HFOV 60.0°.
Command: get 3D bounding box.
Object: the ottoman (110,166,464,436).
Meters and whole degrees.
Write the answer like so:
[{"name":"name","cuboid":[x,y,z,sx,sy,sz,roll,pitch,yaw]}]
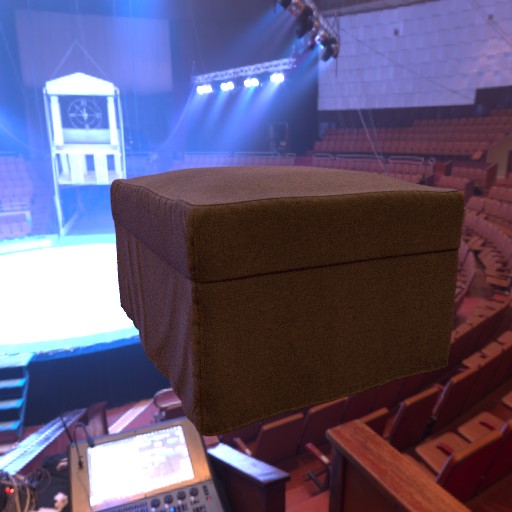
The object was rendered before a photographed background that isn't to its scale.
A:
[{"name":"ottoman","cuboid":[0.000,0.000,1.238,0.652,0.492,0.833,-6,14,-26]}]
